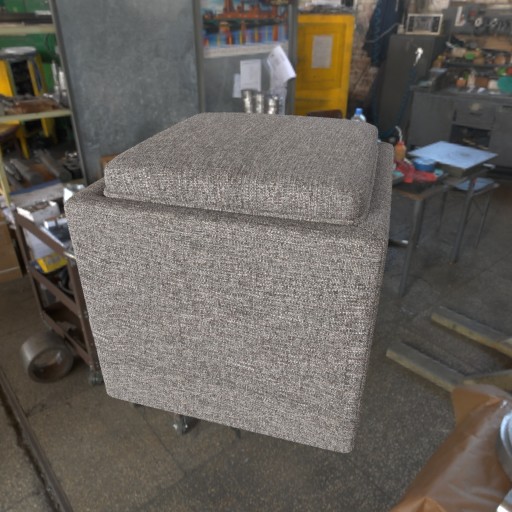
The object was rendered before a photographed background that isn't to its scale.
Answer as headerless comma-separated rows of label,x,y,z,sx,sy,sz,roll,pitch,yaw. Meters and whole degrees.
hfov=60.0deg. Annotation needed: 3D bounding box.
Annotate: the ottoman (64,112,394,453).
ottoman,0.000,0.000,0.838,0.450,0.460,0.450,8,31,14
